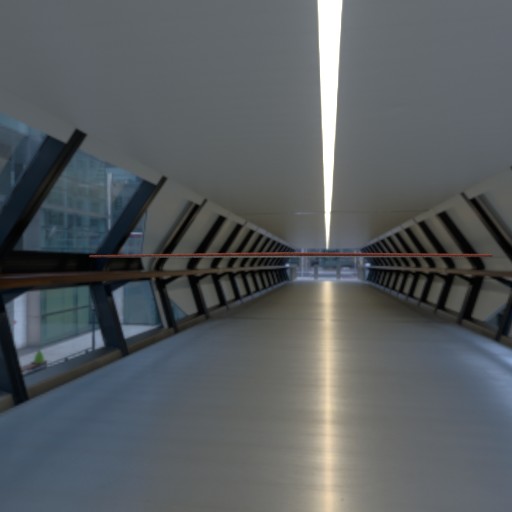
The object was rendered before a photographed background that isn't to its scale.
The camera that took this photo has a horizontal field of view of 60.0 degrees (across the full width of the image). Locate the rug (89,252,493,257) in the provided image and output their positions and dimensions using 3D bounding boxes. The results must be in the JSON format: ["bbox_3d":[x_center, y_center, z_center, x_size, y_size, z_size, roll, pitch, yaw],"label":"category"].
[{"bbox_3d":[0.000,0.000,3.026,1.524,0.014,2.438,0,0,-36],"label":"rug"}]
